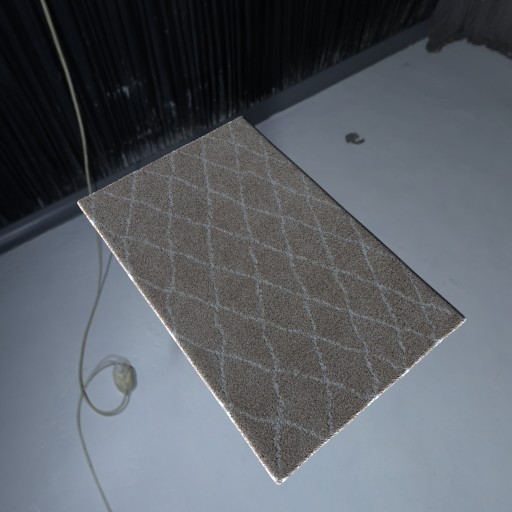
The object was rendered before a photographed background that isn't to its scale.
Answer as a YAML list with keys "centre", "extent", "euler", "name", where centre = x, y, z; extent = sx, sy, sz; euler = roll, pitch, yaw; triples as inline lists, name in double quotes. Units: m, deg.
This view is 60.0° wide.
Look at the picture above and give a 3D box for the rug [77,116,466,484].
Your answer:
- centre: [0.000, 0.000, 3.522]
  extent: [1.778, 0.030, 2.743]
  euler: [-33, 64, -19]
  name: "rug"
